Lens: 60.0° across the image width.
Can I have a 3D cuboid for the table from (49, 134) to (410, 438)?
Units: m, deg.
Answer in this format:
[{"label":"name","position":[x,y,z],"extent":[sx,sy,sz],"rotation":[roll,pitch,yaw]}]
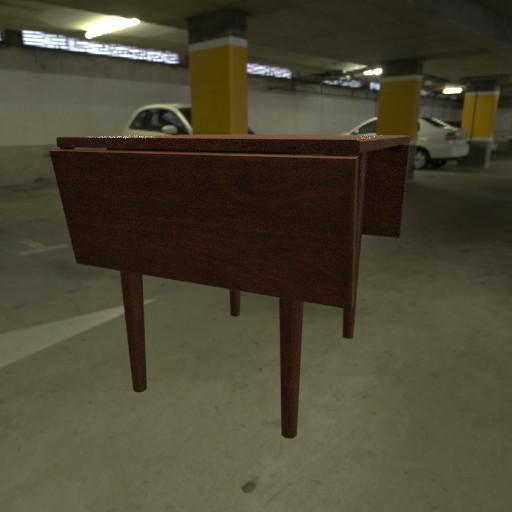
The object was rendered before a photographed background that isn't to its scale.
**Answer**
[{"label":"table","position":[0.000,0.000,1.462],"extent":[0.812,0.763,0.843],"rotation":[7,17,24]}]
